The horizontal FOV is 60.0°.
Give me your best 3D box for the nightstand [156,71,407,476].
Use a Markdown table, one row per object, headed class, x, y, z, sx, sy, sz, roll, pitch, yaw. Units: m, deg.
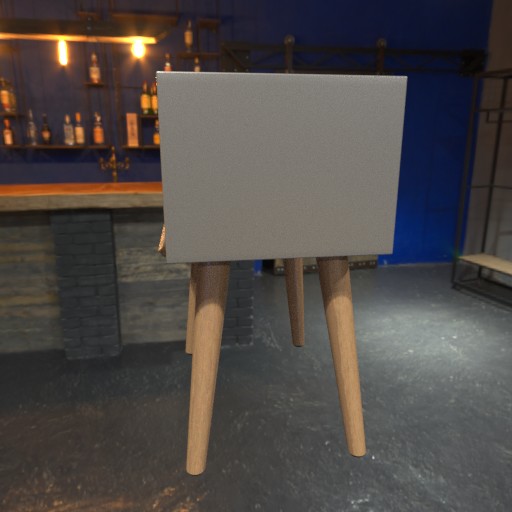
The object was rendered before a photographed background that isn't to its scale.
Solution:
| class | x | y | z | sx | sy | sz | roll | pitch | yaw |
| --- | --- | --- | --- | --- | --- | --- | --- | --- | --- |
| nightstand | 0.000 | 0.000 | 0.720 | 0.288 | 0.508 | 0.370 | -2 | 16 | -9 |
